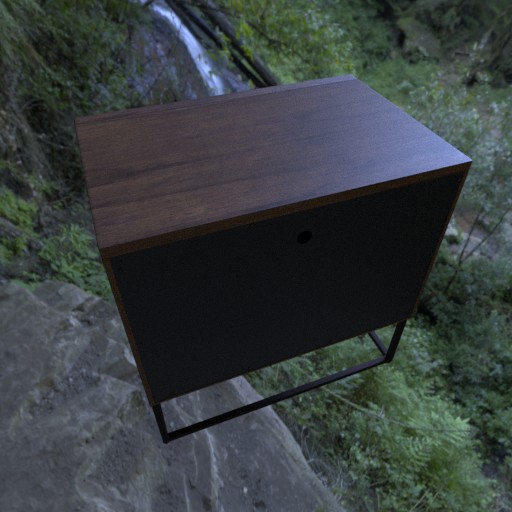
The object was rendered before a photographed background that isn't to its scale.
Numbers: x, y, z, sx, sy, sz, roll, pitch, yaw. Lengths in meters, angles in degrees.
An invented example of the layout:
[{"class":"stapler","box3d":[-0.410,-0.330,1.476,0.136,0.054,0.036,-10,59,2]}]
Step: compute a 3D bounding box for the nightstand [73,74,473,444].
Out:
[{"class":"nightstand","box3d":[0.000,0.000,1.014,0.610,0.610,0.437,-15,45,-15]}]
